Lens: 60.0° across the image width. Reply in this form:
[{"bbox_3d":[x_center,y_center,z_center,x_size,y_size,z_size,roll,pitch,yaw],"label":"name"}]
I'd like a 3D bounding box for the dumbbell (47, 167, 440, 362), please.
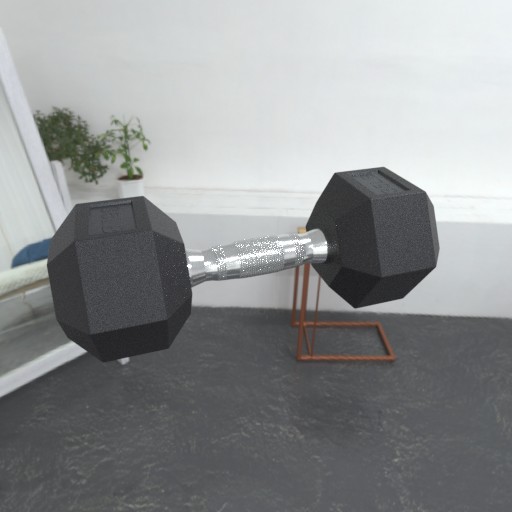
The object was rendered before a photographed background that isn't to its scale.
[{"bbox_3d":[0.000,0.000,0.428,0.356,0.123,0.141,-10,32,-15],"label":"dumbbell"}]
